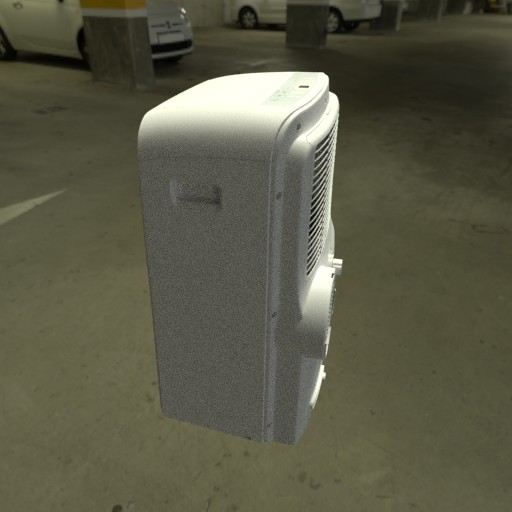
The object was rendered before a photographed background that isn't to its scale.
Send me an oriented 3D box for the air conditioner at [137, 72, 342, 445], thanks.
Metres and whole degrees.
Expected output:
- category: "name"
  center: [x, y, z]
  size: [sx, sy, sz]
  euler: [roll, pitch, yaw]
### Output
- category: "air conditioner"
  center: [0.000, 0.000, 0.954]
  size: [0.365, 0.700, 0.454]
  euler: [7, 32, 12]
